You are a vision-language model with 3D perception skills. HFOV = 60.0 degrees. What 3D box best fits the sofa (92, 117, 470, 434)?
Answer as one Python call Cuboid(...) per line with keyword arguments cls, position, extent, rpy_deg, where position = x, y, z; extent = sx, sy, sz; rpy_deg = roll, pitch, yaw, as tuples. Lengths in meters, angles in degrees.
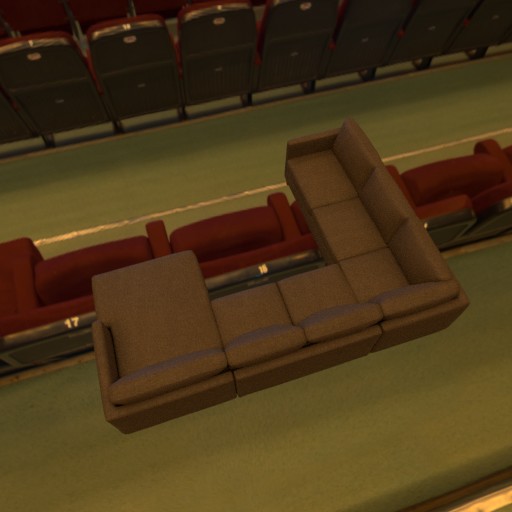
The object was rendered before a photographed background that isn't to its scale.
Cuboid(cls="sofa", position=(0.000, 0.000, 4.727), extent=(3.460, 0.961, 2.594), rpy_deg=(-16, 60, -9))
